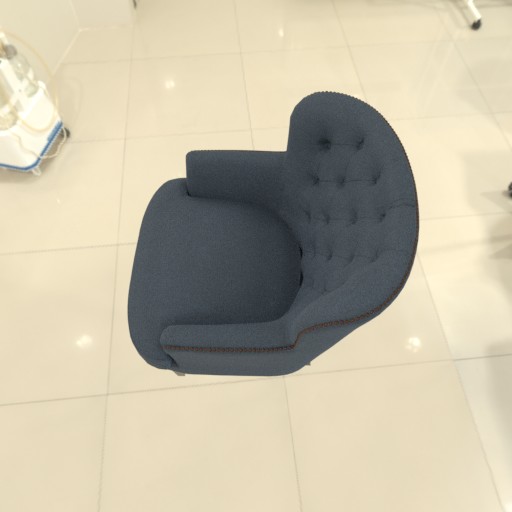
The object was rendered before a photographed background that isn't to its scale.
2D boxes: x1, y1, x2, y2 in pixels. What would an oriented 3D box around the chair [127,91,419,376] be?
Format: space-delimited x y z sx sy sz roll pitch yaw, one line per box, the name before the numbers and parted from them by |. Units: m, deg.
chair | 0.000 0.000 1.610 0.906 0.868 0.848 1 59 1
